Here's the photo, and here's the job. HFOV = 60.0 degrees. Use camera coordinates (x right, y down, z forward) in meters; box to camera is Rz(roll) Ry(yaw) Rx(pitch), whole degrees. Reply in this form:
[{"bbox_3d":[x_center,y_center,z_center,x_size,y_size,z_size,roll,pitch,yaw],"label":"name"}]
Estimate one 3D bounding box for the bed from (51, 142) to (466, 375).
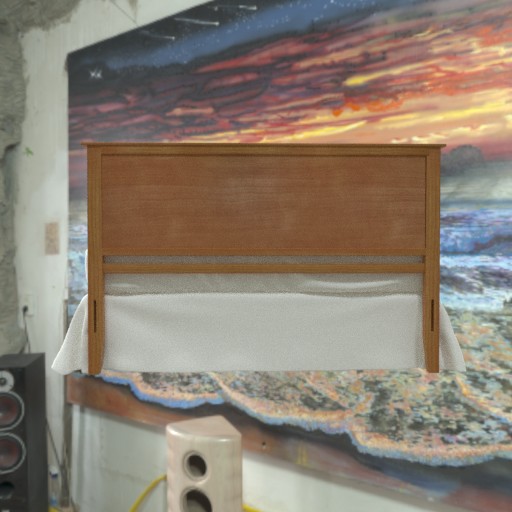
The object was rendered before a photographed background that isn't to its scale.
[{"bbox_3d":[0.000,0.000,3.505,2.317,1.270,2.215,0,1,-1],"label":"bed"}]
